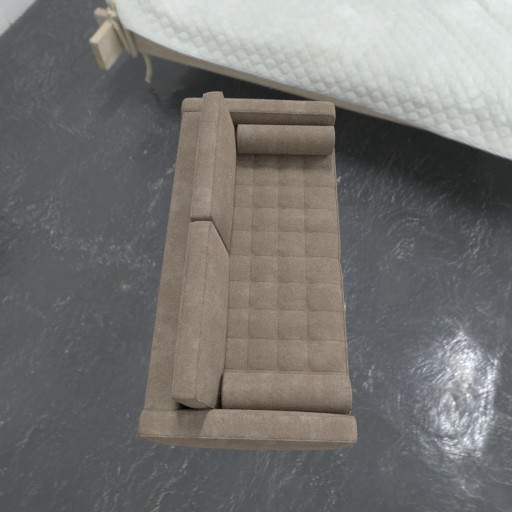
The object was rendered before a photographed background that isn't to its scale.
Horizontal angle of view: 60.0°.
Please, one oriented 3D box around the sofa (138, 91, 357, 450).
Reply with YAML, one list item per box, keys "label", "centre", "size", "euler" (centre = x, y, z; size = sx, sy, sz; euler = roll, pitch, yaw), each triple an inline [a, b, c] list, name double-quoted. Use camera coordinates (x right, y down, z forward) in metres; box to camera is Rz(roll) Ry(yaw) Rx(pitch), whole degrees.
- label: "sofa"
  centre: [0.000, 0.000, 2.350]
  size: [0.920, 0.769, 1.883]
  euler: [1, 64, 1]
